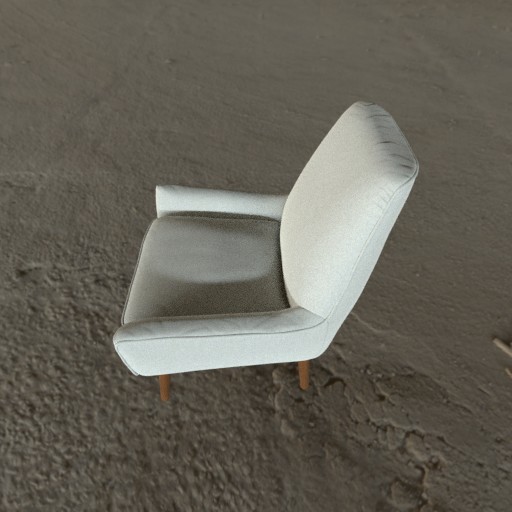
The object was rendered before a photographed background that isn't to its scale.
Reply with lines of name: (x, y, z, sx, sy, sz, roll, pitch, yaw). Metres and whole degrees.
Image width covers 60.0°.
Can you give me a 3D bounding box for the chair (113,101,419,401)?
chair: (0.000, 0.000, 1.489, 0.822, 0.888, 0.787, -1, 41, -1)
